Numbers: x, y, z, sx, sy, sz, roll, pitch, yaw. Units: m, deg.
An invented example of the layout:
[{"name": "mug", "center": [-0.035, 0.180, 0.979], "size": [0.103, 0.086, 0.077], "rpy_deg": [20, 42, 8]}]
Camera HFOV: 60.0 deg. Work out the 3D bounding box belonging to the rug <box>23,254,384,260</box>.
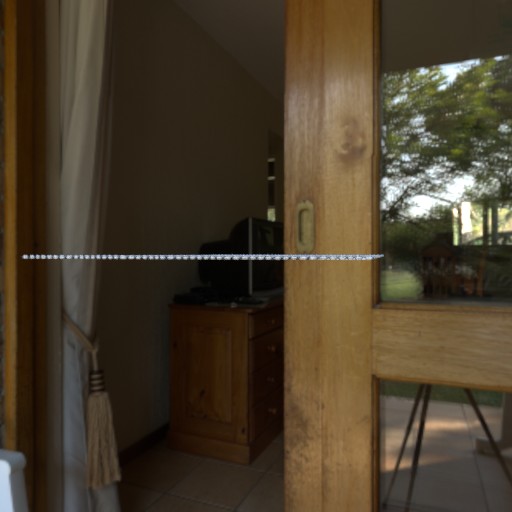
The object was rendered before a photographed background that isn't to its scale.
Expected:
[{"name": "rug", "center": [0.000, 0.000, 2.963], "size": [1.613, 0.017, 2.312], "rpy_deg": [0, 0, 17]}]
